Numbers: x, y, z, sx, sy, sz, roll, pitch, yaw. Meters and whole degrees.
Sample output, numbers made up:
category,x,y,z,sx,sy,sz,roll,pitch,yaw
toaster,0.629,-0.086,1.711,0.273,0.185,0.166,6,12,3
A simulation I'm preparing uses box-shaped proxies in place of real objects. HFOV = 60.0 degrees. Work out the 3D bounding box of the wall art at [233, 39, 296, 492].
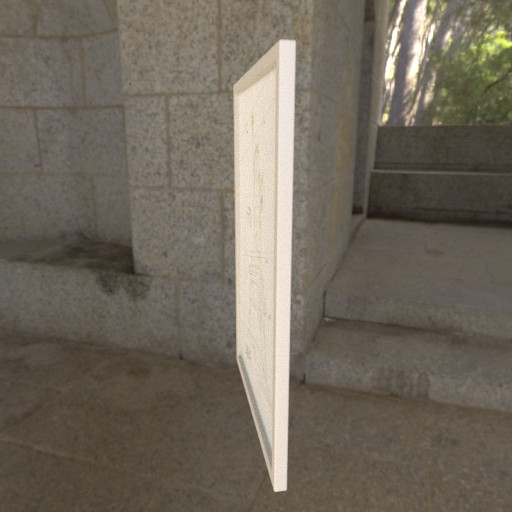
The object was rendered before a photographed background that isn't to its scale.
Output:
category,x,y,z,sx,sy,sz,roll,pitch,yaw
wall art,0.000,0.000,1.033,0.026,0.813,0.556,-3,15,-10
